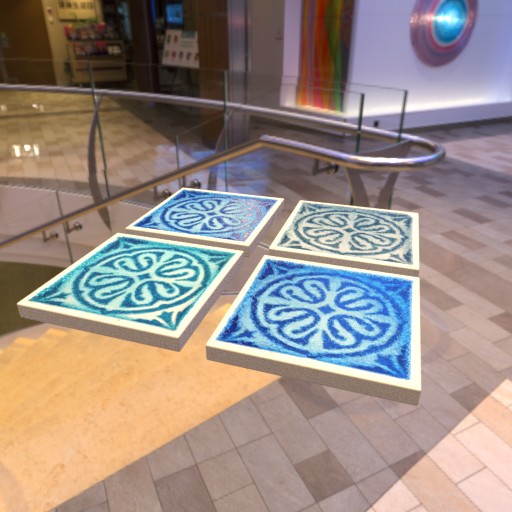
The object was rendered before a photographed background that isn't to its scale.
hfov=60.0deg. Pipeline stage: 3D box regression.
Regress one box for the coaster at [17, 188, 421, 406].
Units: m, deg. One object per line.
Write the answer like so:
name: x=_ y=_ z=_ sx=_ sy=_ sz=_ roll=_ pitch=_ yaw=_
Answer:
coaster: x=0.000 y=0.000 z=0.315 sx=0.219 sy=0.010 sz=0.214 roll=8 pitch=29 yaw=16
